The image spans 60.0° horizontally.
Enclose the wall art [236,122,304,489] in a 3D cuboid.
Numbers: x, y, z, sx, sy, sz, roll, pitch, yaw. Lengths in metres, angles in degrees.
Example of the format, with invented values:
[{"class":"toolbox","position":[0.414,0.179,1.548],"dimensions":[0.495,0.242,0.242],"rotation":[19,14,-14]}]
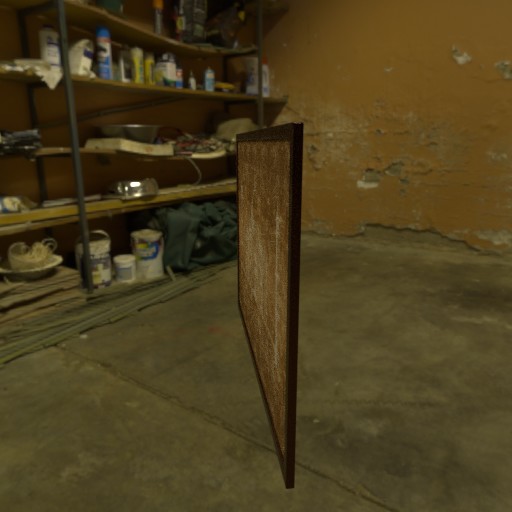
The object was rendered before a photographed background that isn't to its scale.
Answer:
[{"class":"wall art","position":[0.000,0.000,1.028],"dimensions":[0.014,0.559,0.816],"rotation":[-2,14,-7]}]
